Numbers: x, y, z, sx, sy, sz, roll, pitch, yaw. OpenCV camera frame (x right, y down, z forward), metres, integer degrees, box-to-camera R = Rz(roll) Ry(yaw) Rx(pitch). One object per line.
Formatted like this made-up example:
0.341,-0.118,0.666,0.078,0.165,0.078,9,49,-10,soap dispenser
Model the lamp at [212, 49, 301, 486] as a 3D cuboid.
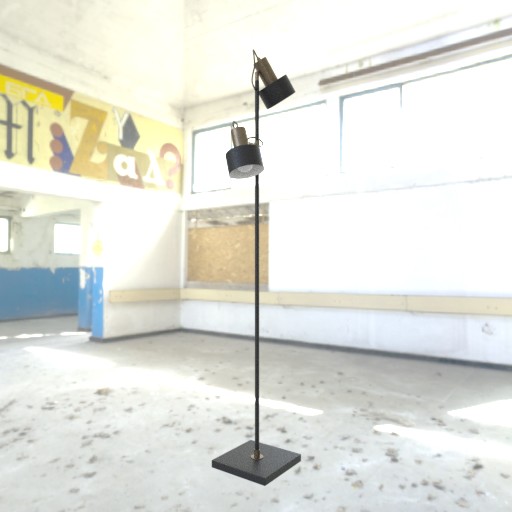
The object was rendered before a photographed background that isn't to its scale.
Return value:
0.000,0.000,1.616,0.233,1.505,0.315,-1,-2,36,lamp
